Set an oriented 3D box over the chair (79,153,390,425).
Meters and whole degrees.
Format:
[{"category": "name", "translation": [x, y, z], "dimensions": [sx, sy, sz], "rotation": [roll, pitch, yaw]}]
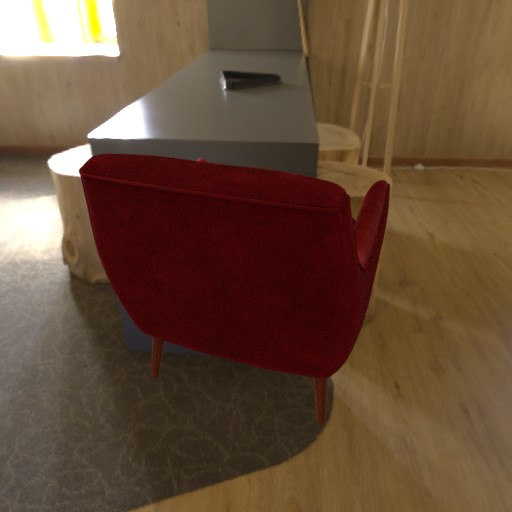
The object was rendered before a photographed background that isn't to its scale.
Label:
[{"category": "chair", "translation": [0.000, 0.000, 1.440], "dimensions": [0.762, 0.838, 0.787], "rotation": [10, 33, 16]}]
